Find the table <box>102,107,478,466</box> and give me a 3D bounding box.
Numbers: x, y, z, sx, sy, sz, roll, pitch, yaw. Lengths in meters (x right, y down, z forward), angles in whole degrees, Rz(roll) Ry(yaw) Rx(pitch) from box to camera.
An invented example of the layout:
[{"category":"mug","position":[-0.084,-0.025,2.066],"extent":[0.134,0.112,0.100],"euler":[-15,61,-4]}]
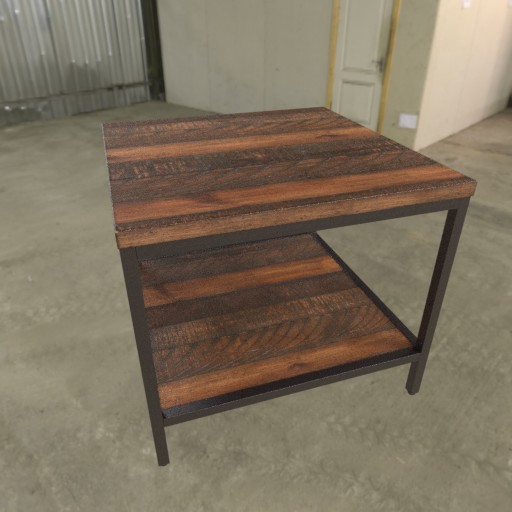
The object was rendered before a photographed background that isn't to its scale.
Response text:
[{"category":"table","position":[0.000,0.000,0.966],"extent":[0.548,0.482,0.553],"euler":[-10,32,-16]}]
